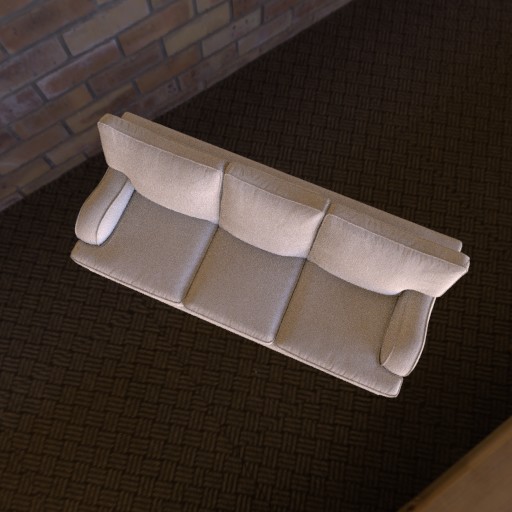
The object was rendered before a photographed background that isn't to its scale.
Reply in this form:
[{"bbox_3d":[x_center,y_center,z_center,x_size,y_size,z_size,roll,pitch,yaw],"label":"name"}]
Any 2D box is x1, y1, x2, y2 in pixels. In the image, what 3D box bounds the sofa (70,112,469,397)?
[{"bbox_3d":[0.000,0.000,2.924,2.323,0.991,1.016,22,76,6],"label":"sofa"}]
